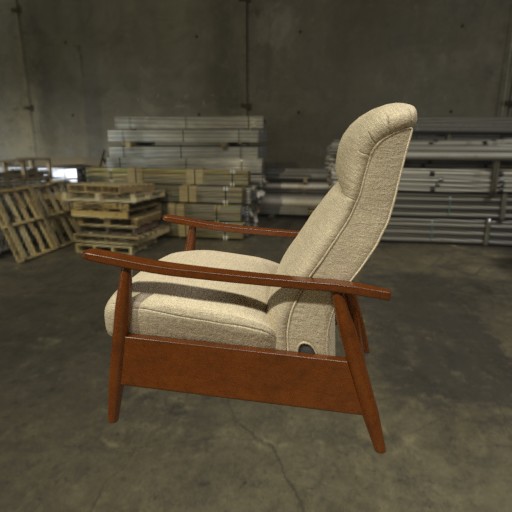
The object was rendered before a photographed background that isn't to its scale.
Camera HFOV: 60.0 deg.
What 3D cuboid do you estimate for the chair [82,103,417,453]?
[{"bbox_3d":[0.000,0.000,1.718,1.014,1.082,0.762,2,15,9],"label":"chair"}]
